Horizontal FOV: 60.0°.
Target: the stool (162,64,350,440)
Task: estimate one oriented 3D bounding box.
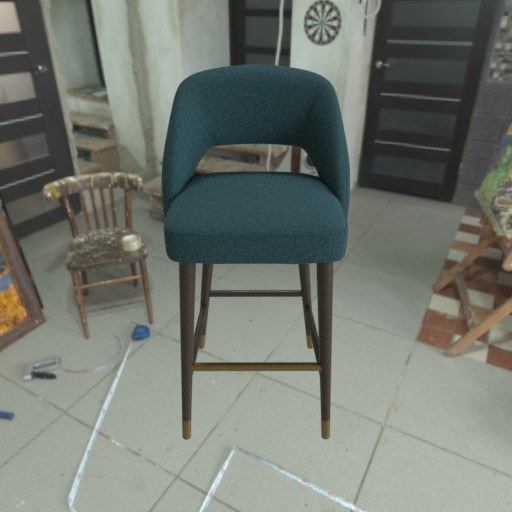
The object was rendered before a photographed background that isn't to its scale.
[{"bbox_3d":[0.000,0.000,1.360,0.536,1.032,0.522,0,30,0],"label":"stool"}]
